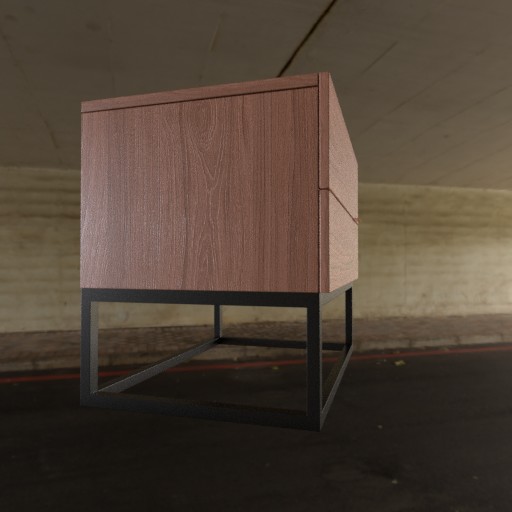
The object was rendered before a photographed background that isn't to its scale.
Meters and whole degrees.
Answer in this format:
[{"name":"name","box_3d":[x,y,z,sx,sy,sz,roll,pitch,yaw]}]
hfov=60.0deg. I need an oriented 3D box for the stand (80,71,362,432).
[{"name":"stand","box_3d":[0.000,0.000,0.952,0.420,0.500,0.600,0,-1,17]}]
